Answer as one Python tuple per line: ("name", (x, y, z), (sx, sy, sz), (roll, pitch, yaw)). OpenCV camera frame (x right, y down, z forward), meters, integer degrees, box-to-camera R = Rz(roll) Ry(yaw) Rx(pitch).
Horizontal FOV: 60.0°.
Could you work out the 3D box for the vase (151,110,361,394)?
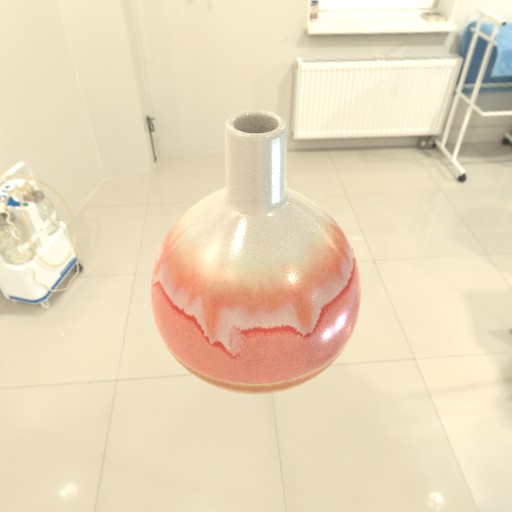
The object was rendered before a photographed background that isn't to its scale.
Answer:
("vase", (0.000, 0.000, 0.276), (0.137, 0.176, 0.137), (0, 42, 0))
